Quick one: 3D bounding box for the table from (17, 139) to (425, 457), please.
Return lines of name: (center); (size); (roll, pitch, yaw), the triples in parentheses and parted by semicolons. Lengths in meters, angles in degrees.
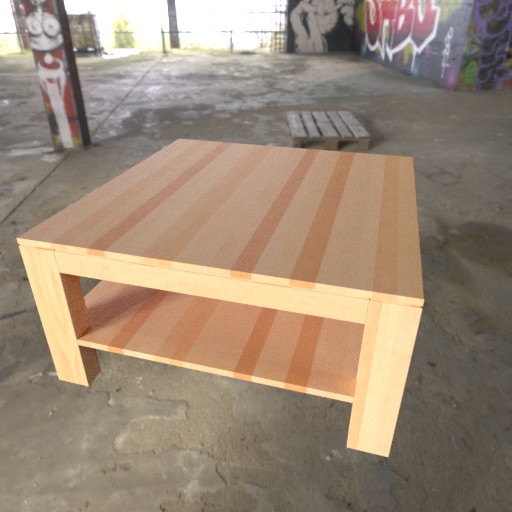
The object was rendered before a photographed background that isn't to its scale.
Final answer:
table: (0.000, 0.000, 1.408); (0.900, 0.450, 0.900); (8, 31, 14)
